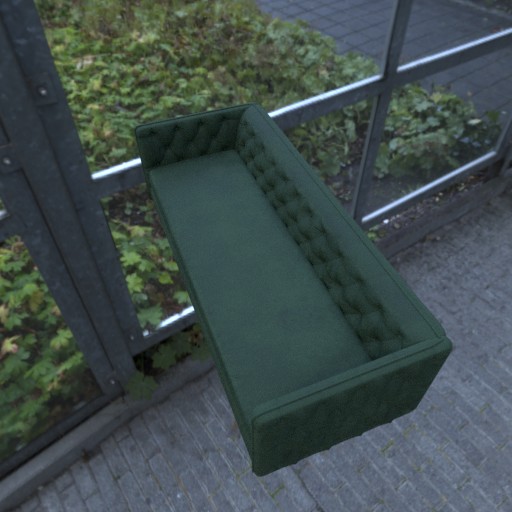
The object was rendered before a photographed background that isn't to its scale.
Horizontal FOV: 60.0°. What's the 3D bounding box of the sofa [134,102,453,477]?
[{"bbox_3d":[0.000,0.000,2.633,0.895,0.771,2.209,-16,49,-15],"label":"sofa"}]
